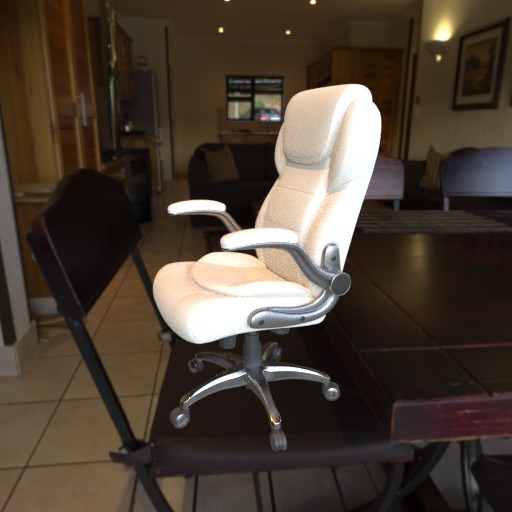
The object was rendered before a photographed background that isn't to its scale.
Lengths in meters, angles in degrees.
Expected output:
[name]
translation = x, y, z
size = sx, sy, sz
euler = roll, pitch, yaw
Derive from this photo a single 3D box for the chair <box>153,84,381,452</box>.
[chair]
translation = 0.000, 0.000, 1.822
size = 0.806, 1.330, 0.755
euler = -7, 17, -24
